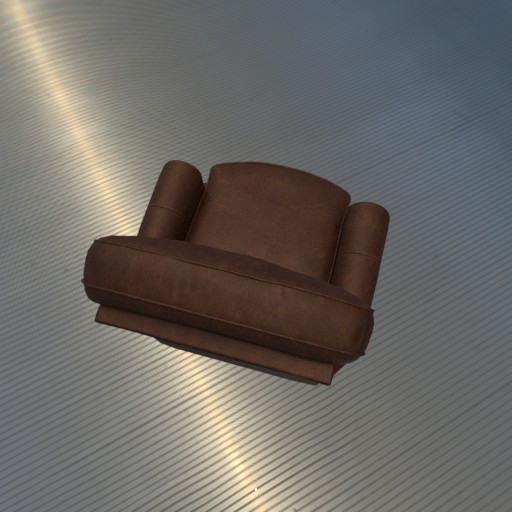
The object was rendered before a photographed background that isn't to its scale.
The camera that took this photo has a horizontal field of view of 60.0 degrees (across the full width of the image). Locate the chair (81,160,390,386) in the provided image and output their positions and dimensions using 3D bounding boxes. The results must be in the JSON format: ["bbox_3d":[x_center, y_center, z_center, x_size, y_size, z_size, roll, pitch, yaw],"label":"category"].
[{"bbox_3d":[0.000,0.000,1.722,0.936,1.018,0.986,14,63,7],"label":"chair"}]
